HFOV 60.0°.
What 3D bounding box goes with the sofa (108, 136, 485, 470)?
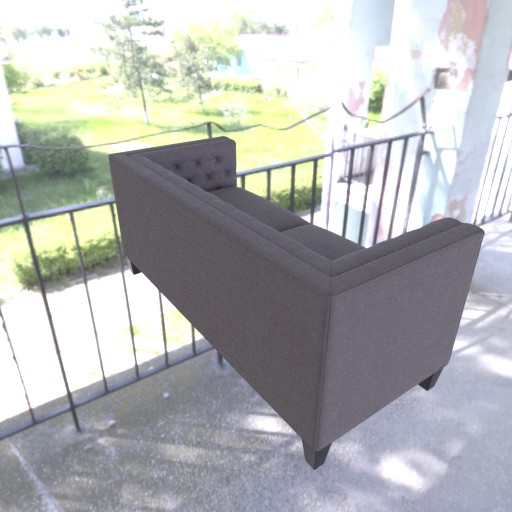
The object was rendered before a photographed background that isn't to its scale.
[{"bbox_3d":[0.000,0.000,2.206,0.775,0.762,1.778,-19,33,-31],"label":"sofa"}]
